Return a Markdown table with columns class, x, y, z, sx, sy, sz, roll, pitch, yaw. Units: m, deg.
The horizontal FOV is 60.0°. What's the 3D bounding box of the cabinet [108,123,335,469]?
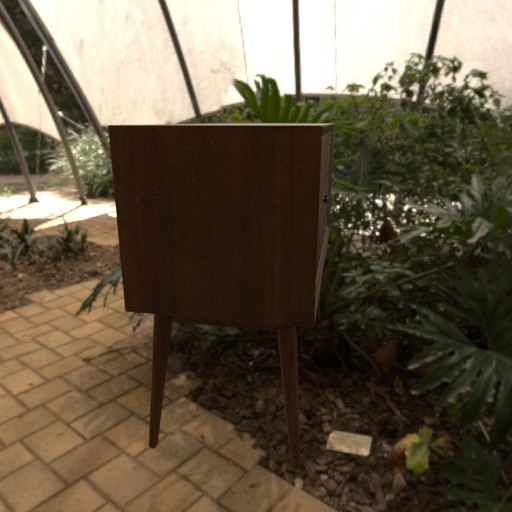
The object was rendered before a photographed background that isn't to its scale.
| class | x | y | z | sx | sy | sz | roll | pitch | yaw |
| --- | --- | --- | --- | --- | --- | --- | --- | --- | --- |
| cabinet | 0.000 | 0.000 | 1.146 | 0.354 | 0.654 | 0.743 | 3 | 17 | 11 |
